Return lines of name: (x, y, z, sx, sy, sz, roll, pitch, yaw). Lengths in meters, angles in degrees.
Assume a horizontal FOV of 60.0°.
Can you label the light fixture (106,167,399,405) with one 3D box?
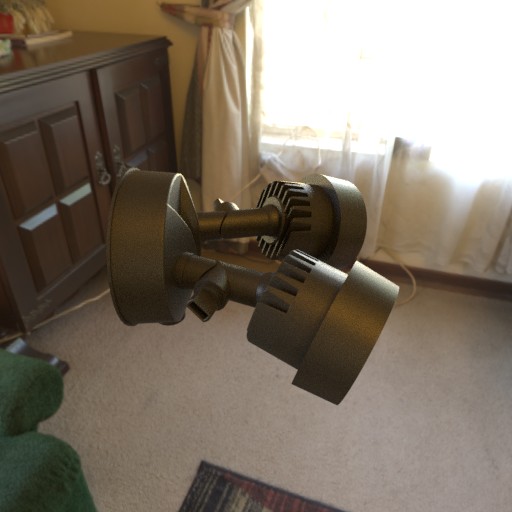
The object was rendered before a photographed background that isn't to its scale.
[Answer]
light fixture: (0.000, 0.000, 0.308, 0.168, 0.120, 0.213, 1, 32, 2)
